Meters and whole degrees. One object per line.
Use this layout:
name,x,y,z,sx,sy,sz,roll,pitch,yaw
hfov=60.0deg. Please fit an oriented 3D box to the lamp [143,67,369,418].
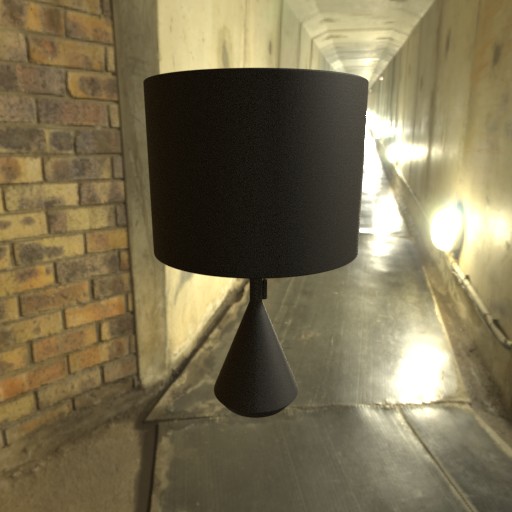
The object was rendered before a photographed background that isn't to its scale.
lamp,0.000,0.000,0.802,0.359,0.584,0.359,14,21,42
